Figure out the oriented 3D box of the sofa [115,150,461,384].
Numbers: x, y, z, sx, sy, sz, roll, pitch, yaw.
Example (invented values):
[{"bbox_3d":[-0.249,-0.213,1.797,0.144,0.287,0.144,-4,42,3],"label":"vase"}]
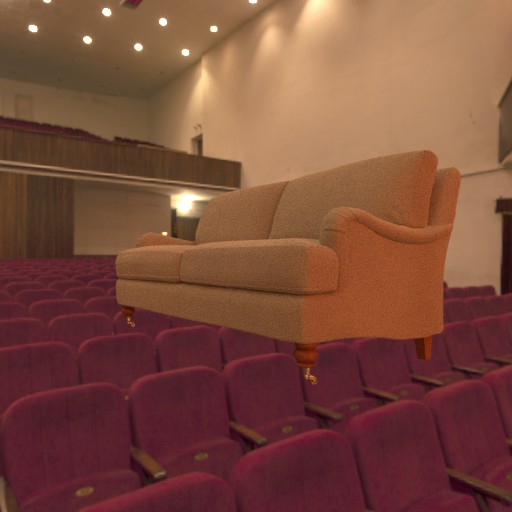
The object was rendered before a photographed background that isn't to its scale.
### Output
[{"bbox_3d":[0.000,0.000,2.687,1.091,0.997,2.070,1,-1,-36],"label":"sofa"}]
